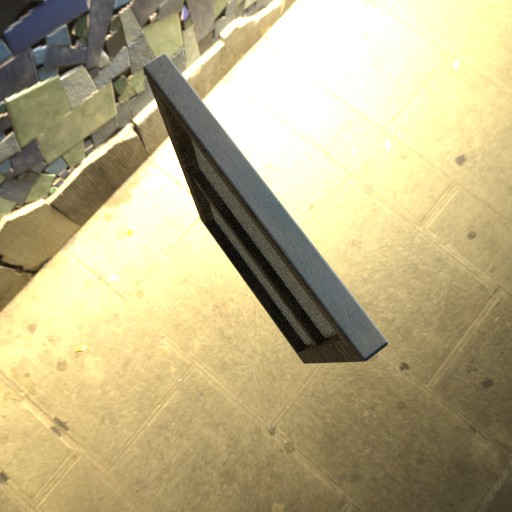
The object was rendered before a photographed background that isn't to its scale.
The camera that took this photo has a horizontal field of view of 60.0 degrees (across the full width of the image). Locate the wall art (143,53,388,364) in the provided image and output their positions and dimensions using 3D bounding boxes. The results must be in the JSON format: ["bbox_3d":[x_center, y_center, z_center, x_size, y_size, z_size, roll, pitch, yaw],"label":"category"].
[{"bbox_3d":[0.000,0.000,0.805,0.035,0.605,0.443,-35,79,-8],"label":"wall art"}]
